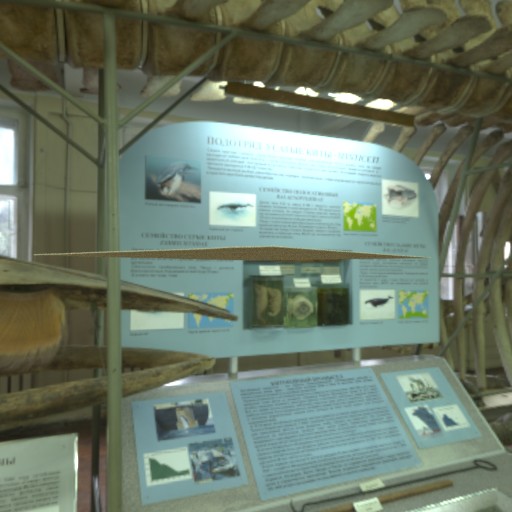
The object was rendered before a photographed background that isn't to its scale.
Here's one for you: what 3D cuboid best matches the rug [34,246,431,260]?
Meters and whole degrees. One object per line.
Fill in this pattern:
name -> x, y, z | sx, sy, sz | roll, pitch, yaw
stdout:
rug -> 0.000, 0.000, 4.264 | 2.448, 0.021, 3.051 | -1, -2, 36
